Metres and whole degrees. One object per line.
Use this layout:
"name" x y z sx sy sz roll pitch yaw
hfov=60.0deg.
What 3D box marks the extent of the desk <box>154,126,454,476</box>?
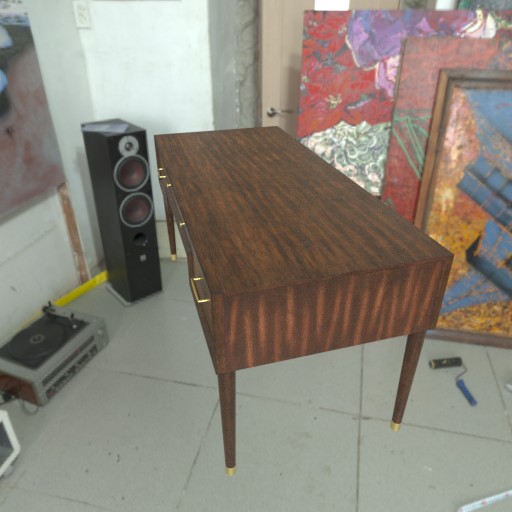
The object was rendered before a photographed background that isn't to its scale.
"desk" 0.000 0.000 2.027 0.724 0.762 1.575 -8 31 -14
